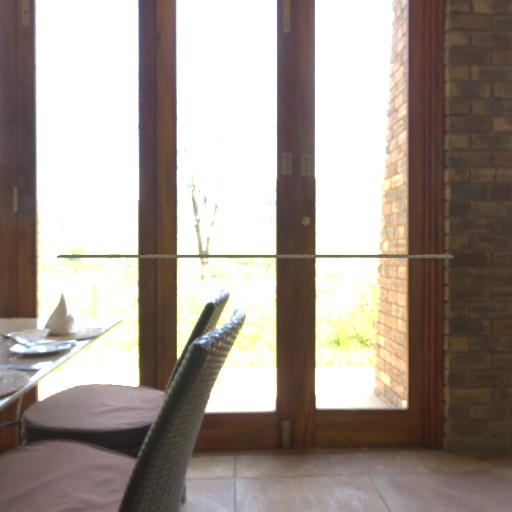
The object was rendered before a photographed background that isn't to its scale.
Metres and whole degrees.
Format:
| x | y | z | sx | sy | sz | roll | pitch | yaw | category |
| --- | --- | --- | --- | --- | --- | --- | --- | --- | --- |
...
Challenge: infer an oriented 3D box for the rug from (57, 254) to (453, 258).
| x | y | z | sx | sy | sz | roll | pitch | yaw | category |
| --- | --- | --- | --- | --- | --- | --- | --- | --- | --- |
| 0.000 | 0.000 | 2.813 | 1.514 | 0.014 | 2.275 | 0 | 0 | 0 | rug |
